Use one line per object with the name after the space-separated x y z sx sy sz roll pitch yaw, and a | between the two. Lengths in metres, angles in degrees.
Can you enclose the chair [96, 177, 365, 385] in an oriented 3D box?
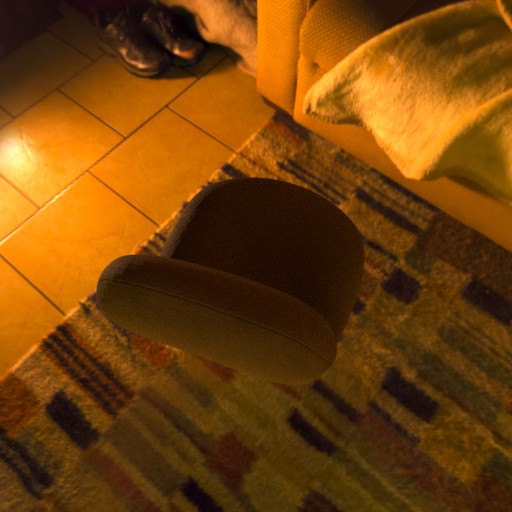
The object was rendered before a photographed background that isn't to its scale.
0.000 0.000 1.032 0.521 0.594 0.597 17 65 9 | chair
